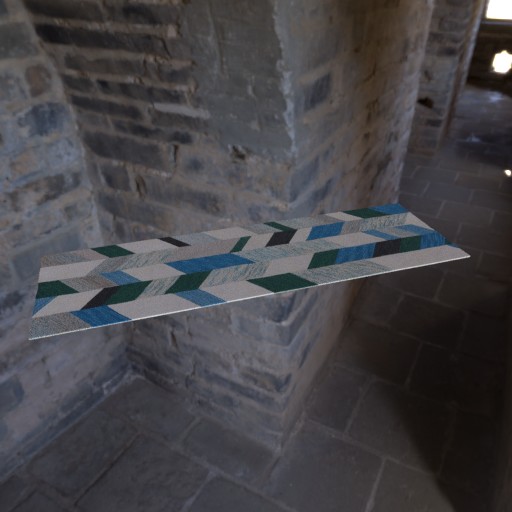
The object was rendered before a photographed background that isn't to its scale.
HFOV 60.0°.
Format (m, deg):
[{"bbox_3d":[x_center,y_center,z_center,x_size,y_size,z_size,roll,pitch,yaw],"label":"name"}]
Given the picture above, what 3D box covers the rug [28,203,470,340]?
[{"bbox_3d":[0.000,0.000,2.645,2.437,0.008,0.774,-9,33,-15],"label":"rug"}]
